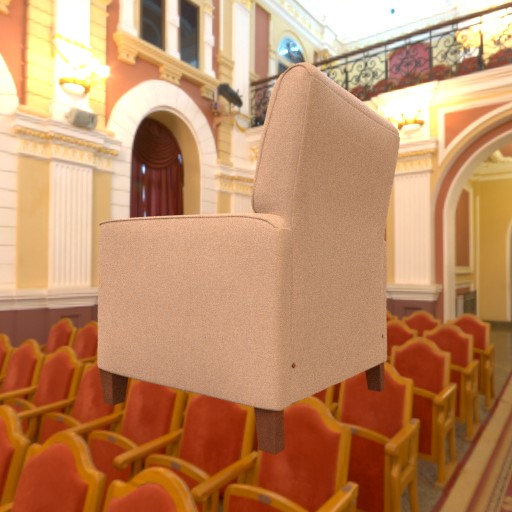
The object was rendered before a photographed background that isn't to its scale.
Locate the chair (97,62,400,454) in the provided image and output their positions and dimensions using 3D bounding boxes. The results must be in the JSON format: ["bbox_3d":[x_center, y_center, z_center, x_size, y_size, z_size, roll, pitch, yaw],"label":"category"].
[{"bbox_3d":[0.000,0.000,1.622,0.858,1.023,0.841,-1,-2,37],"label":"chair"}]
